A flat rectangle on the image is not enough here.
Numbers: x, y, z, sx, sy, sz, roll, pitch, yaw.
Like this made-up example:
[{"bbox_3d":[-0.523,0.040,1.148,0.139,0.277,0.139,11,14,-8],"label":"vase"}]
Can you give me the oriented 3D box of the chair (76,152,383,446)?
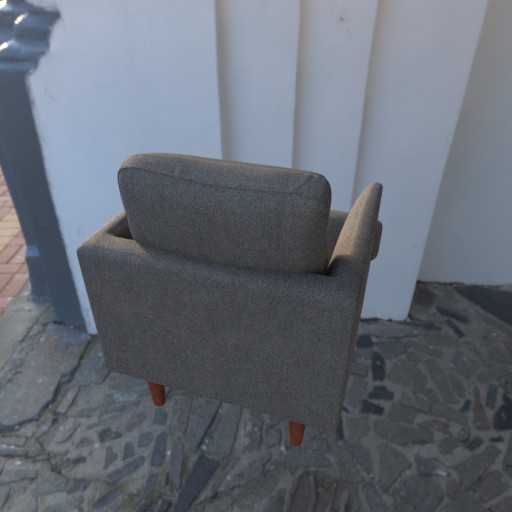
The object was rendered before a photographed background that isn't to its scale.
[{"bbox_3d":[0.000,0.000,1.644,0.858,0.957,0.899,10,35,15],"label":"chair"}]
